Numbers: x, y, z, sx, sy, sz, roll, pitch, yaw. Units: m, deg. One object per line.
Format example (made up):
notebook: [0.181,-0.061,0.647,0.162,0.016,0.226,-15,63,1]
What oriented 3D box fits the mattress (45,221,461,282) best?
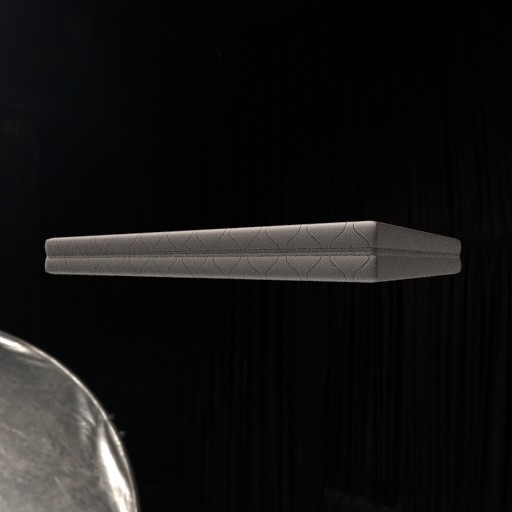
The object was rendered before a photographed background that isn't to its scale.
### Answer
mattress: [0.000,0.000,2.508,1.900,0.200,1.400,-1,-1,35]
